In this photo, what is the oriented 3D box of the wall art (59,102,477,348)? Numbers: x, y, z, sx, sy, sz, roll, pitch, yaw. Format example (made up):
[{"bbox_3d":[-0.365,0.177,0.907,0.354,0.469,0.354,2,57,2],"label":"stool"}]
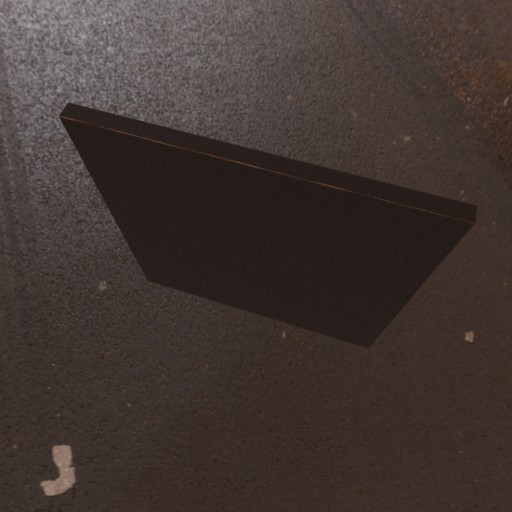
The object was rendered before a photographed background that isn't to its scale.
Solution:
[{"bbox_3d":[0.000,0.000,1.121,0.762,0.762,0.038,16,64,8],"label":"wall art"}]
